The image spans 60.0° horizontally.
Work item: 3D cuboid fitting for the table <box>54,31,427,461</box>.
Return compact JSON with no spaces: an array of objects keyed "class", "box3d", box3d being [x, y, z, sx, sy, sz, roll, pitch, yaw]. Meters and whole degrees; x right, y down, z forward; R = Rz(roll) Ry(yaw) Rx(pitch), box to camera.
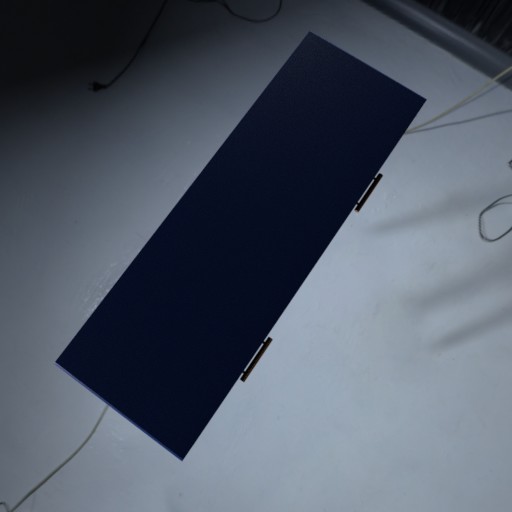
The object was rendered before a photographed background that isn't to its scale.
[{"class":"table","box3d":[0.000,0.000,1.492,0.399,0.749,1.118,34,80,7]}]
